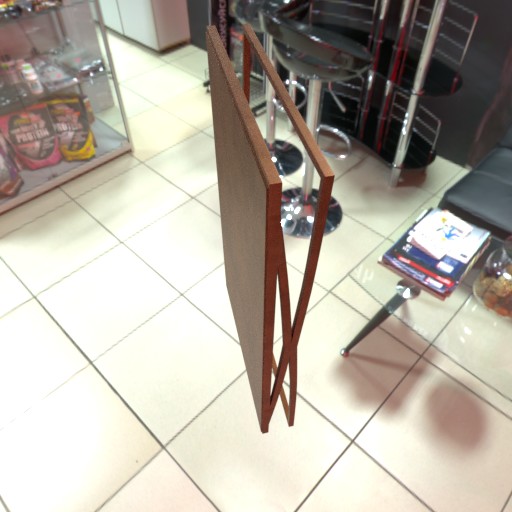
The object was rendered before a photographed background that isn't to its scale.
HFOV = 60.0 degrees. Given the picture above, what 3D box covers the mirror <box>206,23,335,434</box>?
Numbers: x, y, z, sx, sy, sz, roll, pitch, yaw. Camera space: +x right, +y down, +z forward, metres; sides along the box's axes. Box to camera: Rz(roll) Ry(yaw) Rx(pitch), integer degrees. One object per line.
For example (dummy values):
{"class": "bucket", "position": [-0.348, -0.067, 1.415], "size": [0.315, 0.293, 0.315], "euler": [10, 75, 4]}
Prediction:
{"class": "mirror", "position": [0.000, 0.000, 0.947], "size": [0.082, 0.768, 0.468], "euler": [-10, 49, -9]}
